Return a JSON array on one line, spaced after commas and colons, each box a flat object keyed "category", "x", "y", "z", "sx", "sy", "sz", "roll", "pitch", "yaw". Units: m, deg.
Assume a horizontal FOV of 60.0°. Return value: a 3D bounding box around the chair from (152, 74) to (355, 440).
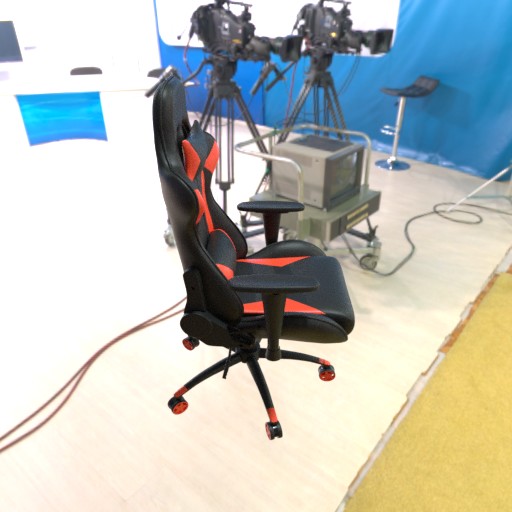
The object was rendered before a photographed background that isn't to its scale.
[{"category": "chair", "x": 0.000, "y": 0.000, "z": 1.695, "sx": 0.730, "sy": 1.282, "sz": 0.695, "roll": 0, "pitch": 31, "yaw": 1}]
